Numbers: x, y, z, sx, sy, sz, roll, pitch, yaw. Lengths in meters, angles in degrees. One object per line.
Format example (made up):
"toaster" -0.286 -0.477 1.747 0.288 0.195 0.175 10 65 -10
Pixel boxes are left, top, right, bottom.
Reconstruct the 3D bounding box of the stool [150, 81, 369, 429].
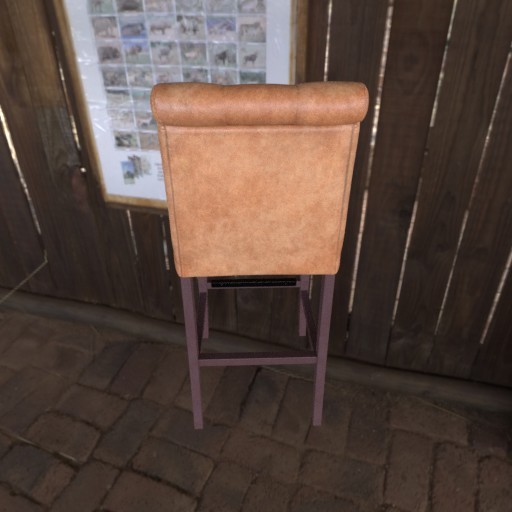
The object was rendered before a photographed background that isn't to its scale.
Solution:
"stool" 0.000 0.000 1.435 0.493 1.140 0.601 -1 31 -2
